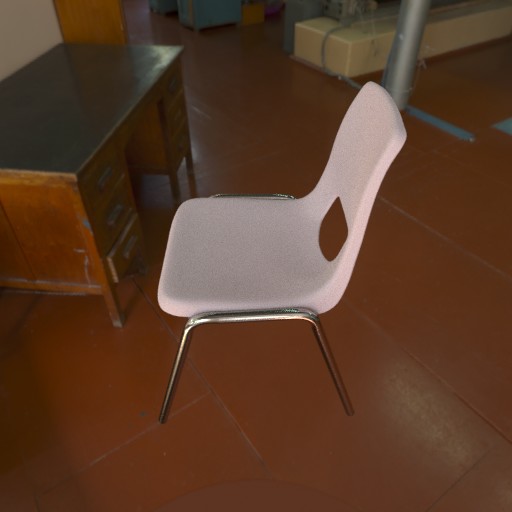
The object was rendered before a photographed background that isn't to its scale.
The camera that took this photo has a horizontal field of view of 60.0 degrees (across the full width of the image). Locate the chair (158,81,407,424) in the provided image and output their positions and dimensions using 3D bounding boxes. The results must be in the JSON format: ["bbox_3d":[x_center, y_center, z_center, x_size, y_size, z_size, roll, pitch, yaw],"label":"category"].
[{"bbox_3d":[0.000,0.000,0.903,0.436,0.653,0.381,-1,42,-1],"label":"chair"}]
